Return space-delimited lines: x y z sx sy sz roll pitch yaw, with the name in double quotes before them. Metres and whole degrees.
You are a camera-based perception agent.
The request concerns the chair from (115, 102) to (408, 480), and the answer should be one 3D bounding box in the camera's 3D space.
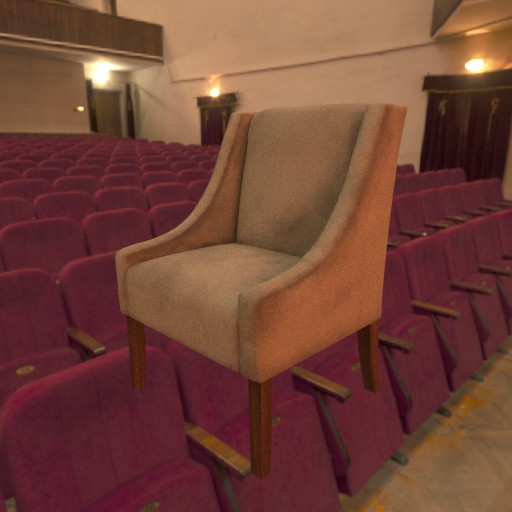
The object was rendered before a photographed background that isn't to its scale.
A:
"chair" 0.000 0.000 1.353 0.629 0.895 0.629 14 20 43
